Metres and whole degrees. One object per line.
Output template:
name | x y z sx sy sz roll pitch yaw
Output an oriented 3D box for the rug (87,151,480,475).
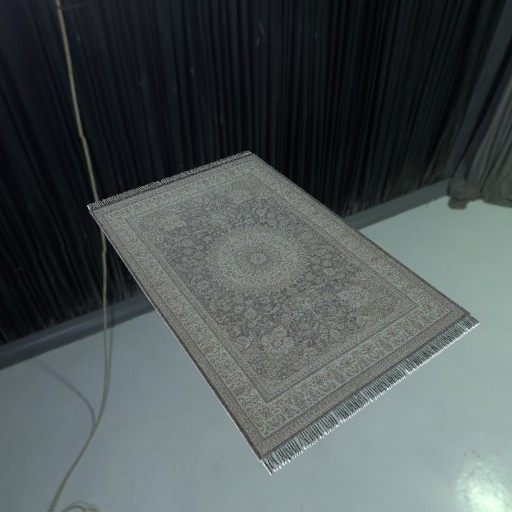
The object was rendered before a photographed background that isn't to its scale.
rug | 0.000 0.000 3.008 1.528 0.010 2.440 -25 48 -25
